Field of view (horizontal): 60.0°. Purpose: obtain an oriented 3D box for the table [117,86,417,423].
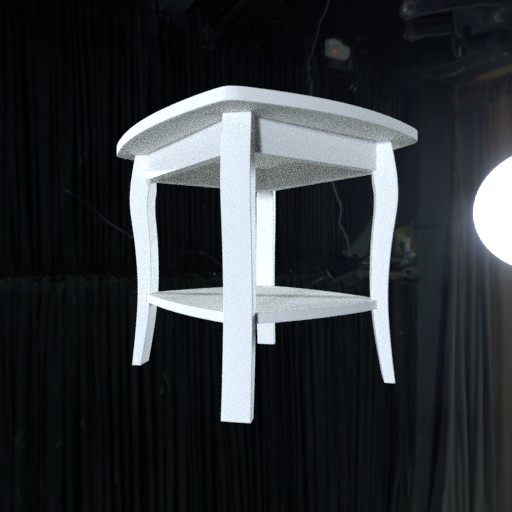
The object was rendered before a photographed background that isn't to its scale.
[{"bbox_3d":[0.000,0.000,0.842,0.451,0.438,0.502,-1,1,-35],"label":"table"}]
